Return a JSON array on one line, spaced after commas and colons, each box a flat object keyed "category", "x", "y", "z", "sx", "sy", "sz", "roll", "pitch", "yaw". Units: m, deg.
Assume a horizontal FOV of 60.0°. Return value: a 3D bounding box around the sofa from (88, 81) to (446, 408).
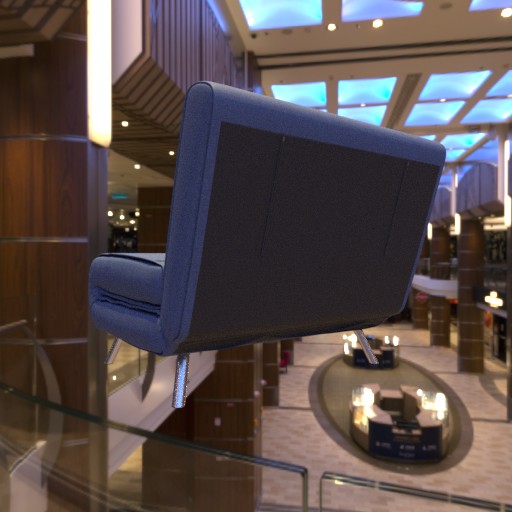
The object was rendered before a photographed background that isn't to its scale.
[{"category": "sofa", "x": 0.000, "y": 0.000, "z": 1.697, "sx": 0.999, "sy": 0.860, "sz": 0.996, "roll": 0, "pitch": 0, "yaw": -36}]
